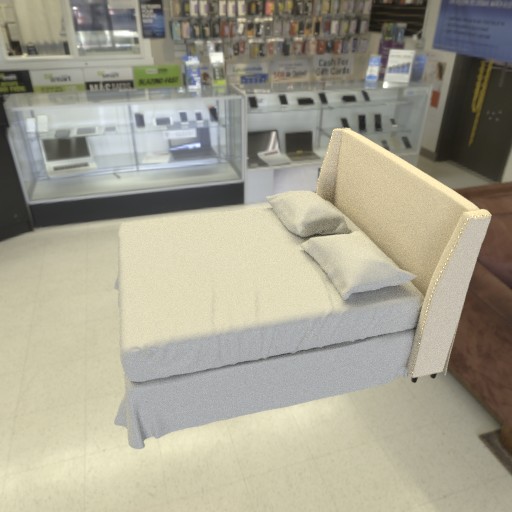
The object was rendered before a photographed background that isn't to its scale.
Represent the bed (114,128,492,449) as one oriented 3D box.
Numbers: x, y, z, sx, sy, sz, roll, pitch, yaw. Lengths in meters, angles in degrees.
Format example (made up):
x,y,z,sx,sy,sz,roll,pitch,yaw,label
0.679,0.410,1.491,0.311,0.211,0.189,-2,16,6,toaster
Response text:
x,y,z,sx,sy,sz,roll,pitch,yaw,label
0.000,0.000,3.355,2.276,1.332,1.925,-8,32,-13,bed
